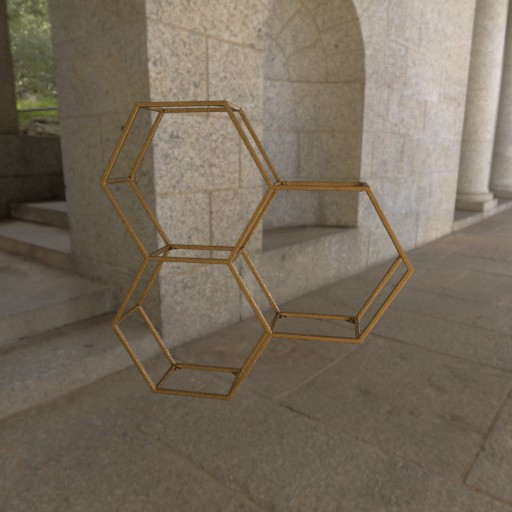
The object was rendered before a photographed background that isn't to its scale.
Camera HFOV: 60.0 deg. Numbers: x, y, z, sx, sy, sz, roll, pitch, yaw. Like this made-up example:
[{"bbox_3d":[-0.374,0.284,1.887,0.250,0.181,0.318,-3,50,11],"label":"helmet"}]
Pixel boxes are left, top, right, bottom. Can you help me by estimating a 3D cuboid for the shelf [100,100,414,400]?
[{"bbox_3d":[0.000,0.000,1.073,0.708,0.701,0.150,2,13,10],"label":"shelf"}]
